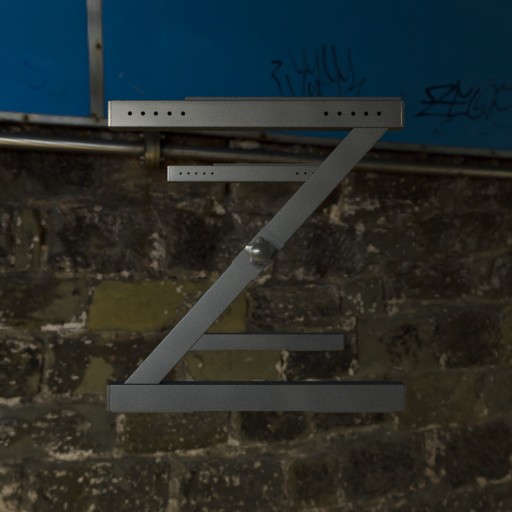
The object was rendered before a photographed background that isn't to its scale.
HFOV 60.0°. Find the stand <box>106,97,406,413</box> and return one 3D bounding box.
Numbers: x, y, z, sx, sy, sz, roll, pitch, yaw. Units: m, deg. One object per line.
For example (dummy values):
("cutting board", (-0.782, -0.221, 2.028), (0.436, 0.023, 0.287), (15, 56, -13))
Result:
("stand", (0.000, 0.000, 1.176), (0.586, 0.617, 0.700), (0, -1, 0))
